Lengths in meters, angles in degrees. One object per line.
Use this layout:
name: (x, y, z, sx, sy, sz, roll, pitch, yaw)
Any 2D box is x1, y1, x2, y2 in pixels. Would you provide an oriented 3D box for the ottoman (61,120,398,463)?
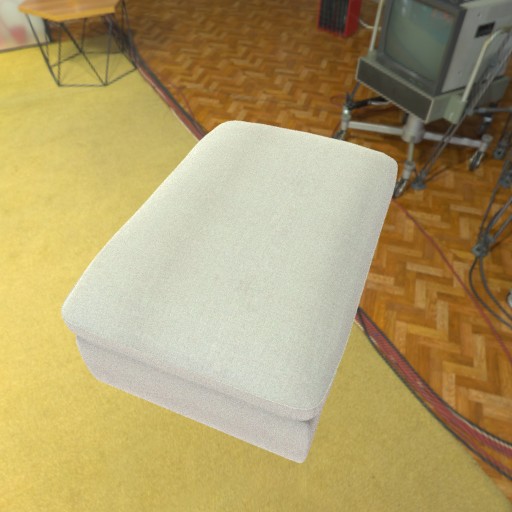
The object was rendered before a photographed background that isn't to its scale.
ottoman: (0.000, 0.000, 1.385, 0.686, 0.453, 0.984, 16, 49, 15)
